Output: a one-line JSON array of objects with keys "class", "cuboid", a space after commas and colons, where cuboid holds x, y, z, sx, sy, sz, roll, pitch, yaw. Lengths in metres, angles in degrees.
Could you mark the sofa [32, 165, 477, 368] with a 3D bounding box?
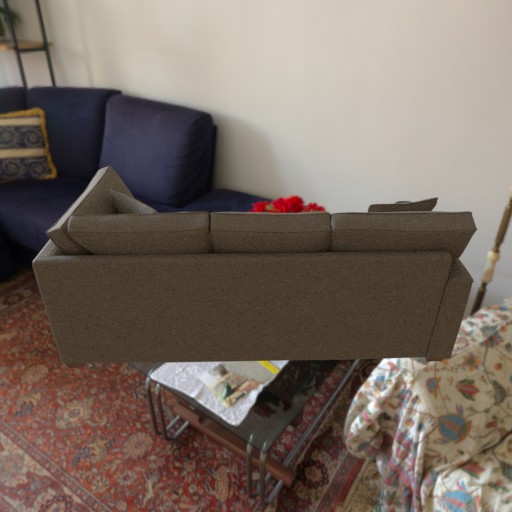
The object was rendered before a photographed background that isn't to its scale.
[{"class": "sofa", "cuboid": [0.000, 0.000, 2.846, 2.317, 0.962, 1.061, -1, 31, -1]}]
